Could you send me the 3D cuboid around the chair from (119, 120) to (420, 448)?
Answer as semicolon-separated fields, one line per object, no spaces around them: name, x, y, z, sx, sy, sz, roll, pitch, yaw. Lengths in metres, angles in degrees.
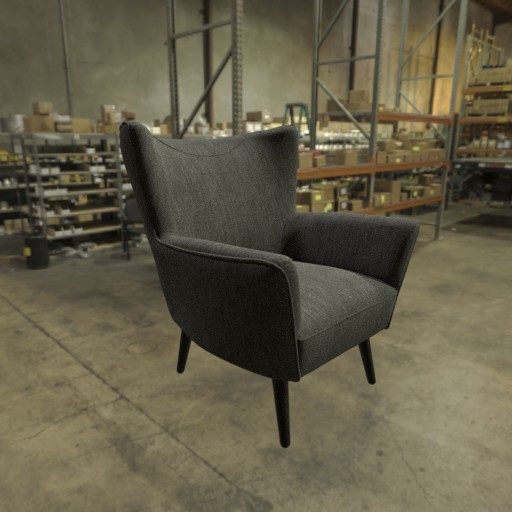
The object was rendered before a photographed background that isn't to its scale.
chair;0.000;0.000;1.605;0.888;0.933;0.781;15;21;43
